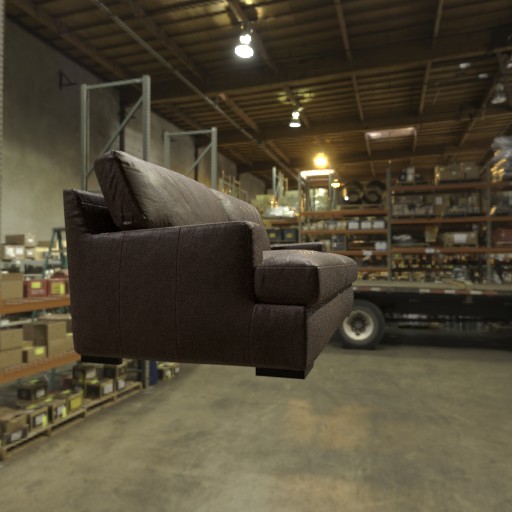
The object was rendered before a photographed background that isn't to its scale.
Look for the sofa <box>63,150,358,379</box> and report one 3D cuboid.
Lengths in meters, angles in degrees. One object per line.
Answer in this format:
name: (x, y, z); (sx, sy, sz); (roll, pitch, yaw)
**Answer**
sofa: (0.000, 0.000, 2.815); (1.143, 0.941, 2.261); (0, -1, 17)
